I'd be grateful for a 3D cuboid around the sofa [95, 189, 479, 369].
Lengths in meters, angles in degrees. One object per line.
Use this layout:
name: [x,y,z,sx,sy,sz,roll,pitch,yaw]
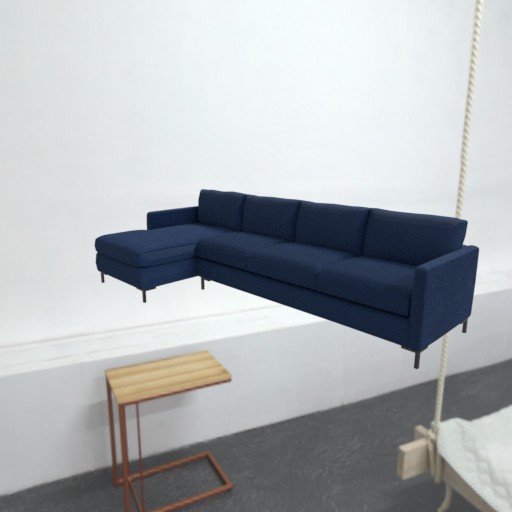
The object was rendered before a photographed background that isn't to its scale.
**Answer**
sofa: [0.000,0.000,2.938,1.128,0.679,2.450,-14,20,-43]
